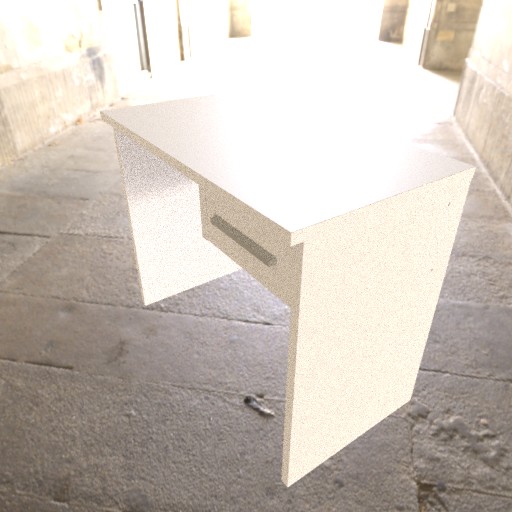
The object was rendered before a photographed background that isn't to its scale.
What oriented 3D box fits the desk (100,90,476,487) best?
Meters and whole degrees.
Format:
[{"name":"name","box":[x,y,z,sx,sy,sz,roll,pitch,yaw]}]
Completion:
[{"name":"desk","box":[0.000,0.000,1.315,0.498,0.729,0.900,-21,38,-29]}]
